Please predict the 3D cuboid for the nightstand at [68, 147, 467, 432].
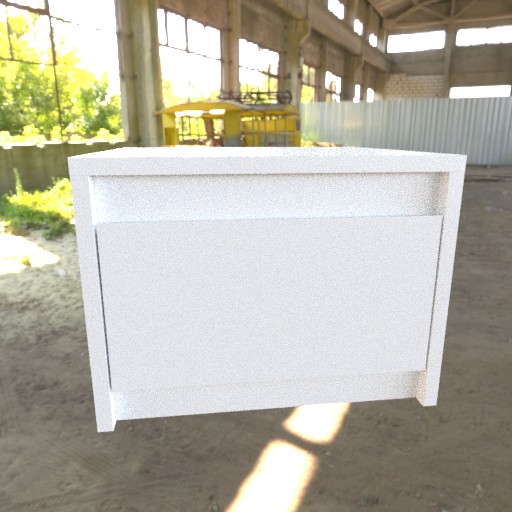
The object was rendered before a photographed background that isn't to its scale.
[{"bbox_3d":[0.000,0.000,0.756,0.470,0.351,0.408,-2,15,-7],"label":"nightstand"}]
